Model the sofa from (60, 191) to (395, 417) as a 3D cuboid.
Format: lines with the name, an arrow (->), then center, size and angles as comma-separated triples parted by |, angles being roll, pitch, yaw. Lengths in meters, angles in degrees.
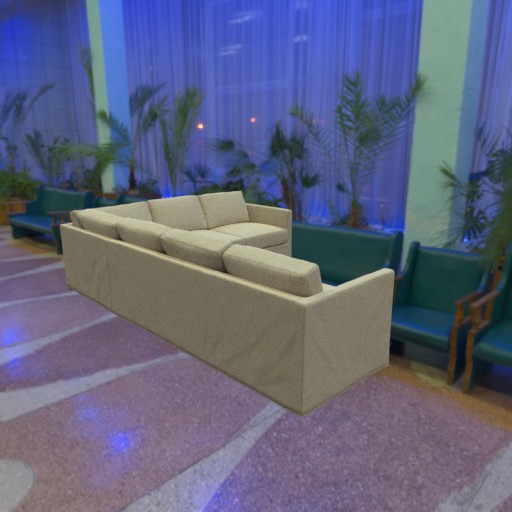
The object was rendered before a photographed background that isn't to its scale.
sofa -> 0.000, 0.000, 4.227 | 2.432, 0.871, 3.182 | -14, 20, -43
